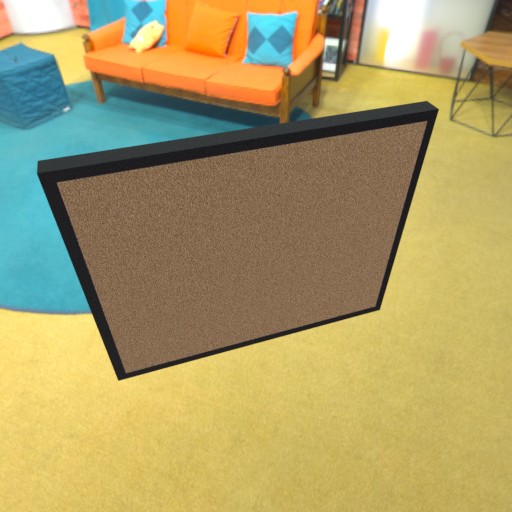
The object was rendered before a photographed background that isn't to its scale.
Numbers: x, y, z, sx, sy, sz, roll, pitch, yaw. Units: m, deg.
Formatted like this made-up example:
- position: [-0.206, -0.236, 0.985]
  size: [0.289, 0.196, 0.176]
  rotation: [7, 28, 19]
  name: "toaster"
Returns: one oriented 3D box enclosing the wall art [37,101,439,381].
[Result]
- position: [0.000, 0.000, 0.752]
  size: [0.554, 0.454, 0.030]
  rotation: [-13, 44, -13]
  name: "wall art"
